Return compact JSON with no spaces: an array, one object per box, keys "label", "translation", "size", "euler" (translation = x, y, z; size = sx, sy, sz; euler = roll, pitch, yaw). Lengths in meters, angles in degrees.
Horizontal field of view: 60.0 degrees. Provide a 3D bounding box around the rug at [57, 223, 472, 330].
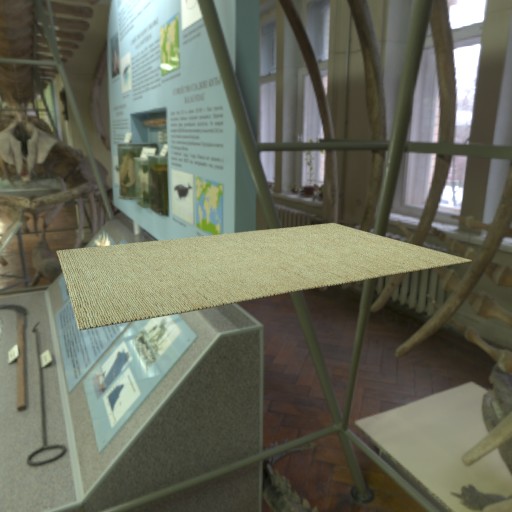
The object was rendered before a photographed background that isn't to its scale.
[{"label":"rug","translation":[0.000,0.000,3.056],"size":[2.439,0.011,1.533],"euler":[-7,16,-26]}]
